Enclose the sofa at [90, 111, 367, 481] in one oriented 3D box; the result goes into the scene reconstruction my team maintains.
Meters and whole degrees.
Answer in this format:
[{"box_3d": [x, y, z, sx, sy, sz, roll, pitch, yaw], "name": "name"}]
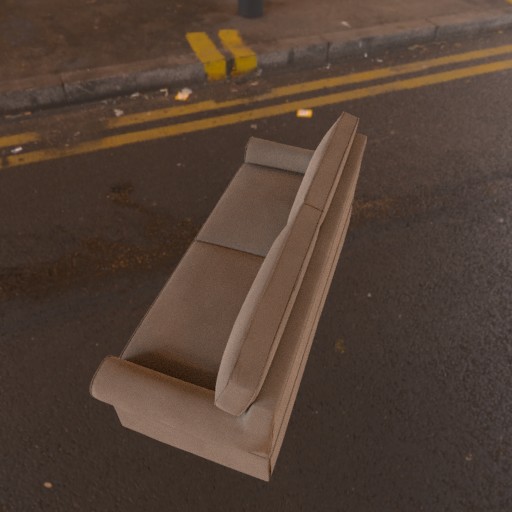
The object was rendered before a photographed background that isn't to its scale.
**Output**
[{"box_3d": [0.000, 0.000, 2.706, 0.900, 1.014, 2.246, 14, 48, 13], "name": "sofa"}]
